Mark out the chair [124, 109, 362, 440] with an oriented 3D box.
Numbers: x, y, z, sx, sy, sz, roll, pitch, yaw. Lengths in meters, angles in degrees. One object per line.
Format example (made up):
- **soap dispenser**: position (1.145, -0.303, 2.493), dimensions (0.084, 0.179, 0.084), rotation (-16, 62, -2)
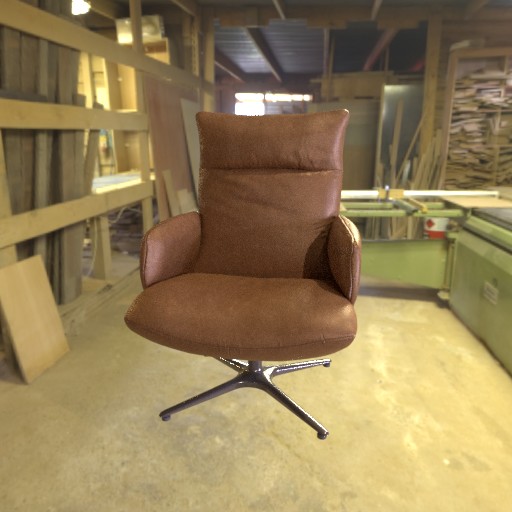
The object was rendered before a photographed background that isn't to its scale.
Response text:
- **chair**: position (0.000, 0.000, 1.567), dimensions (0.711, 1.027, 0.794), rotation (3, 14, 10)
